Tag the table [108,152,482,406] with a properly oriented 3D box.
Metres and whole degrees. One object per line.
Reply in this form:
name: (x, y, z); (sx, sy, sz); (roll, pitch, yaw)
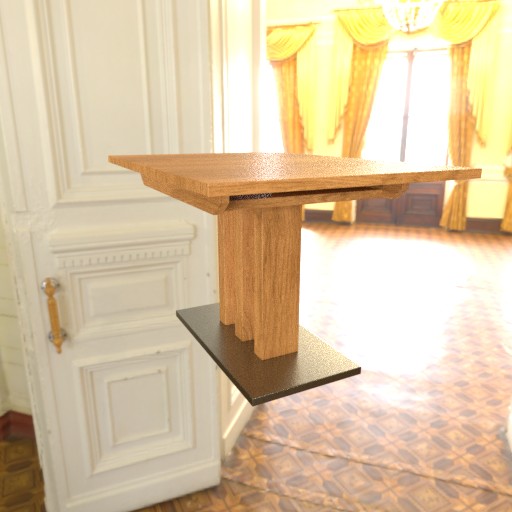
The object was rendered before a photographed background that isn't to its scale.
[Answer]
table: (0.000, 0.000, 1.827); (0.900, 0.770, 1.300); (-8, 18, -26)
